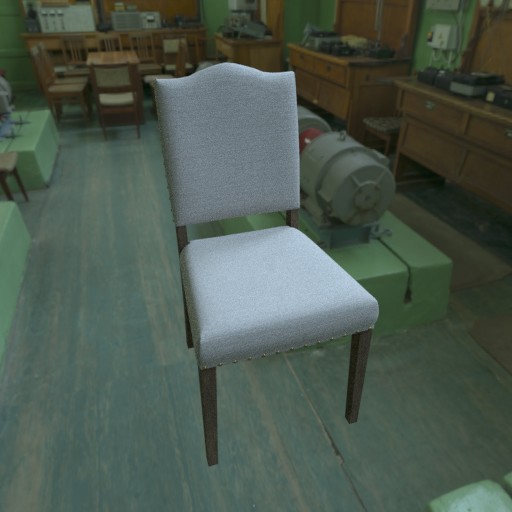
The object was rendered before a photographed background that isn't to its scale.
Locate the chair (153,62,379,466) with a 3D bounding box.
[{"bbox_3d":[0.000,0.000,1.353,0.508,1.020,0.620,-10,33,-16],"label":"chair"}]
